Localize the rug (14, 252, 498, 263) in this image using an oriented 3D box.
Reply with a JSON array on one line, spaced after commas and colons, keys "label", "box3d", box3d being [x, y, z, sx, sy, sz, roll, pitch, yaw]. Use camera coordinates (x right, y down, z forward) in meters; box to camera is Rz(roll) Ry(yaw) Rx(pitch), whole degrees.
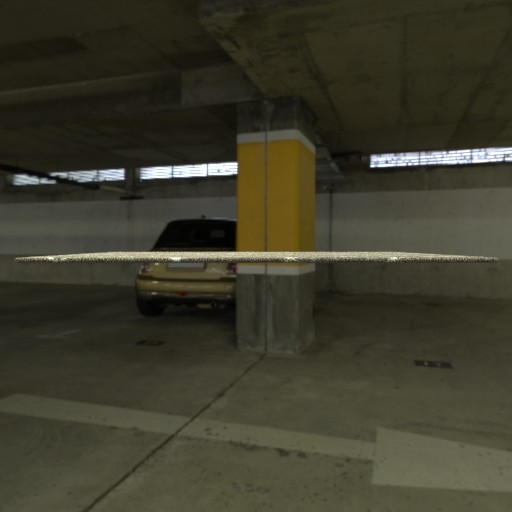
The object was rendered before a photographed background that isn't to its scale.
[{"label": "rug", "box3d": [0.000, 0.000, 3.381, 2.743, 0.030, 1.778, 0, 2, -1]}]
